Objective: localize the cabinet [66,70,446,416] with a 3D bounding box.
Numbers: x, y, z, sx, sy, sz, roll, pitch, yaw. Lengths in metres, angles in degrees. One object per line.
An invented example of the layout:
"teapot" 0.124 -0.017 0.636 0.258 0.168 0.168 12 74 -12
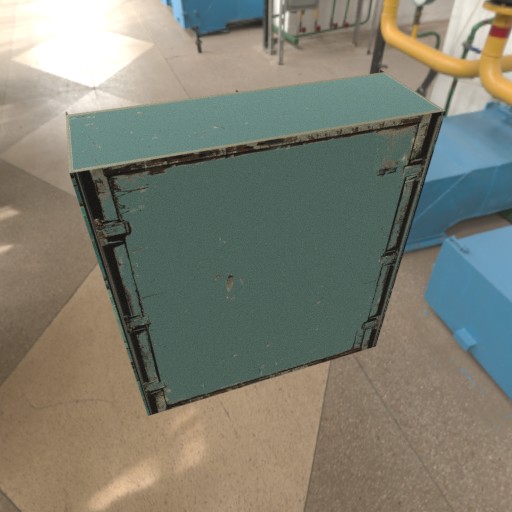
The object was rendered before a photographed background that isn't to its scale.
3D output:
"cabinet" 0.000 0.000 3.183 2.000 2.160 0.680 -13 44 -14
